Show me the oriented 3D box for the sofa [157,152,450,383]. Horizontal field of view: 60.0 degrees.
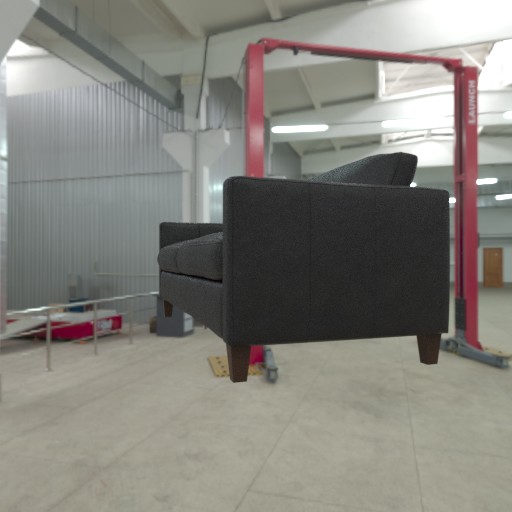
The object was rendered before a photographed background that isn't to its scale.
[{"bbox_3d":[0.000,0.000,2.470,0.933,0.863,1.971,0,-1,-19],"label":"sofa"}]
